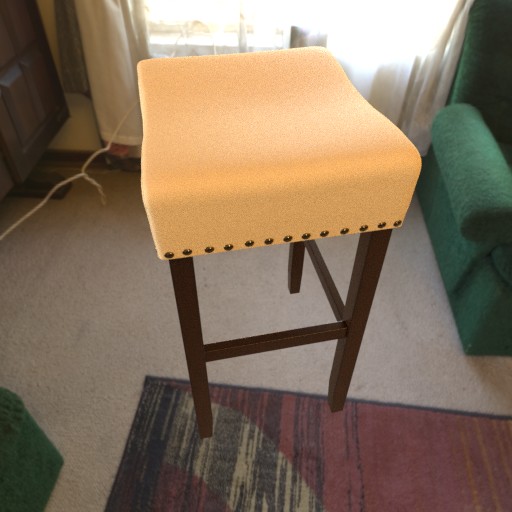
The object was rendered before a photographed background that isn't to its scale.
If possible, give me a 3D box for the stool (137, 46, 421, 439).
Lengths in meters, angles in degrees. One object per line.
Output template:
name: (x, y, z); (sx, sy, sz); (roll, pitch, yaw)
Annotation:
stool: (0.000, 0.000, 1.019); (0.401, 0.762, 0.471); (-8, 45, -8)
